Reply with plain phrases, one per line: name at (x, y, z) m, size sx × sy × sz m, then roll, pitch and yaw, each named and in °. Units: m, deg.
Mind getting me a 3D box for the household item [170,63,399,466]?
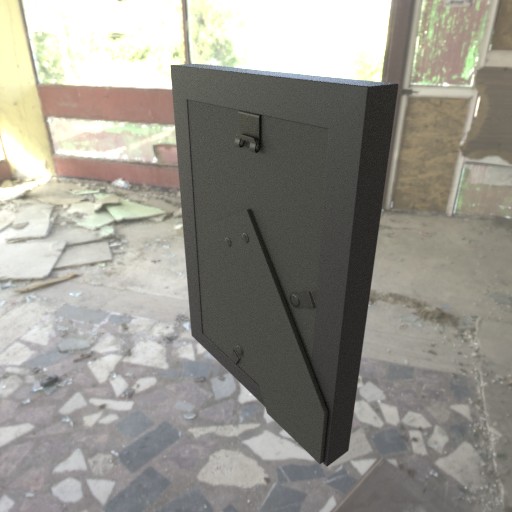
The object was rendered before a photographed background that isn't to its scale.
household item at (0.000, 0.000, 0.231) m, size 0.022 × 0.178 × 0.133 m, roll -19°, pitch 33°, yaw -33°
